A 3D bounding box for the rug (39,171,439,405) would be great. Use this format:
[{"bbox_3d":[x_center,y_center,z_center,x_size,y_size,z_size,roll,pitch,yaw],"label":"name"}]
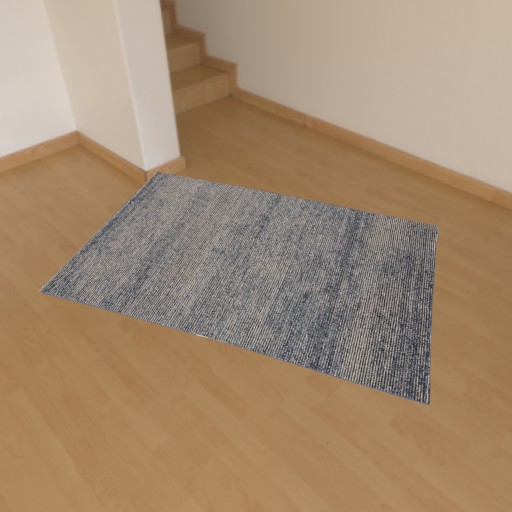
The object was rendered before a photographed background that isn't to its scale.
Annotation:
[{"bbox_3d":[0.000,0.000,2.298,1.793,0.025,1.159,13,43,14],"label":"rug"}]
